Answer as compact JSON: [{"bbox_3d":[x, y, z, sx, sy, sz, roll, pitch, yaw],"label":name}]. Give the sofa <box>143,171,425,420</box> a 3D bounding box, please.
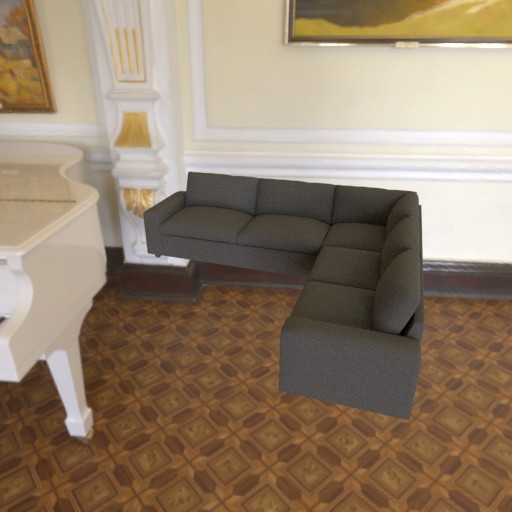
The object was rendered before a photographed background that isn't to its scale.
[{"bbox_3d":[0.000,0.000,4.708,3.277,0.965,2.895,8,27,16],"label":"sofa"}]
